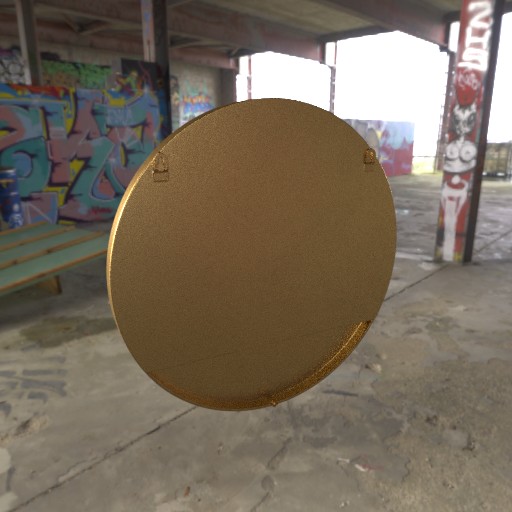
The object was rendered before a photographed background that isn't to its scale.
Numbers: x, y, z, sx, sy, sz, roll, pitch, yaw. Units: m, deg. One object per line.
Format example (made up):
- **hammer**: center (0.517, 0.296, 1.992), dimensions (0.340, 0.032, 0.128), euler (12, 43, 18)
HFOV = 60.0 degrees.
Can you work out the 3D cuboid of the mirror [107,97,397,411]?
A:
- **mirror**: center (0.000, 0.000, 0.689), dimensions (0.457, 0.457, 0.133), euler (-8, 17, -26)
